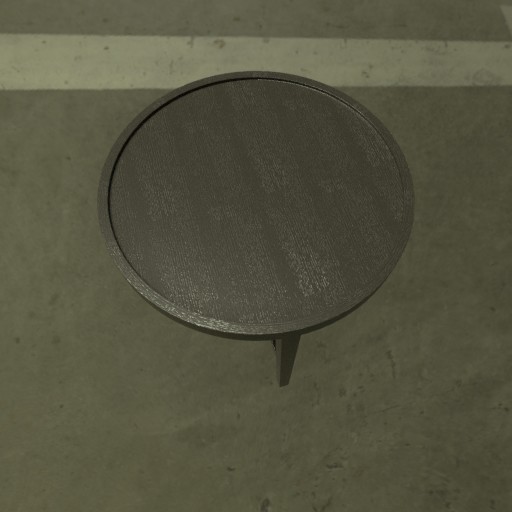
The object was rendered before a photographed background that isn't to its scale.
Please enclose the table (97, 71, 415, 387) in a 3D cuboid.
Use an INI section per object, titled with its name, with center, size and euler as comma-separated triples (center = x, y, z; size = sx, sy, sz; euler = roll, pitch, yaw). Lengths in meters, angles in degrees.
[table]
center = 0.000, 0.000, 0.943
size = 0.500, 0.531, 0.500
euler = 0, 63, 0
